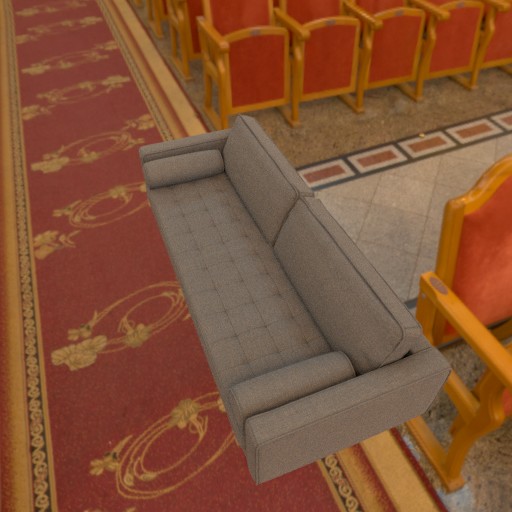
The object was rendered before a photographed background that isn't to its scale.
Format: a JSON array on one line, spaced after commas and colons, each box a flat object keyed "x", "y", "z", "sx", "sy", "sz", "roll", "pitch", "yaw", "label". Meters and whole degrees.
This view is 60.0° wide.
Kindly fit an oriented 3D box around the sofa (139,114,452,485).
[{"x": 0.000, "y": 0.000, "z": 2.568, "sx": 0.914, "sy": 0.762, "sz": 2.198, "roll": -16, "pitch": 48, "yaw": -15, "label": "sofa"}]
